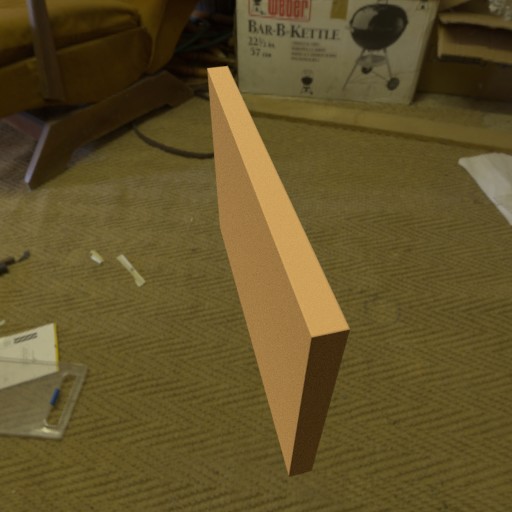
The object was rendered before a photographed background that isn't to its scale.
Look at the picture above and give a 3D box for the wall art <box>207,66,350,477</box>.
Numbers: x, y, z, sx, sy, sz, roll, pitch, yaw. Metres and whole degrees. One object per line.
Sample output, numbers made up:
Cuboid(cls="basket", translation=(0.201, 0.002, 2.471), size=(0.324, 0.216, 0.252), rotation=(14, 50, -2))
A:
Cuboid(cls="wall art", translation=(0.000, 0.000, 0.778), size=(0.039, 0.407, 0.609), rotation=(-10, 47, -9))
